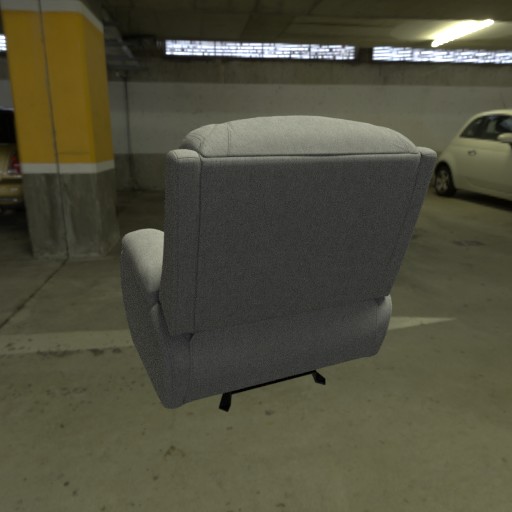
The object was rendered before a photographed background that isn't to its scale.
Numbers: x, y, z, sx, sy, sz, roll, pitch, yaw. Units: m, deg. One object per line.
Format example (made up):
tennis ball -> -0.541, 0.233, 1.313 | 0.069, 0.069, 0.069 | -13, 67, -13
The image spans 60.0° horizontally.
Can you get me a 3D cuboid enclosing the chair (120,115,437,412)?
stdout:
chair -> 0.000, 0.000, 1.716 | 0.930, 1.011, 0.899 | -7, 16, -25
